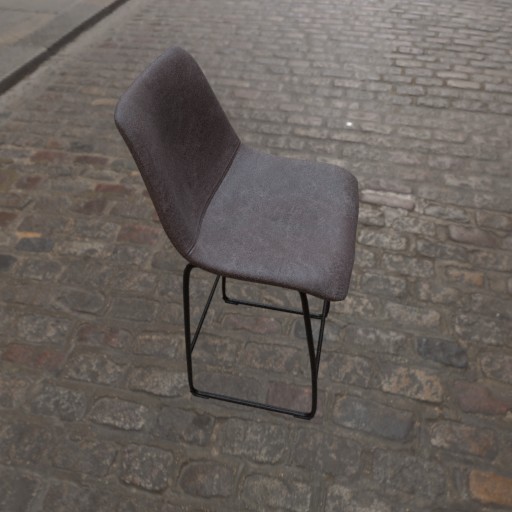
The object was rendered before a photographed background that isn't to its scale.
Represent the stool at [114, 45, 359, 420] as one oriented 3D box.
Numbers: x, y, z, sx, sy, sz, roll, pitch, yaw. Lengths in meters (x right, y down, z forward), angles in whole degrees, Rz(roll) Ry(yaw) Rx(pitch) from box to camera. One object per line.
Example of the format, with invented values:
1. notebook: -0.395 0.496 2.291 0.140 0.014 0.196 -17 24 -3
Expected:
1. stool: 0.000 0.000 1.355 0.561 1.082 0.514 9 46 9
